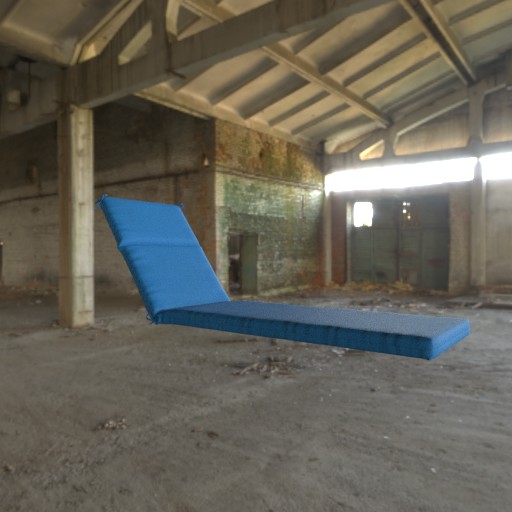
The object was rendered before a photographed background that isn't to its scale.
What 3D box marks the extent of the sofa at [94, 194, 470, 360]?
[{"bbox_3d":[0.000,0.000,1.975,1.663,0.622,0.582,0,0,37],"label":"sofa"}]
